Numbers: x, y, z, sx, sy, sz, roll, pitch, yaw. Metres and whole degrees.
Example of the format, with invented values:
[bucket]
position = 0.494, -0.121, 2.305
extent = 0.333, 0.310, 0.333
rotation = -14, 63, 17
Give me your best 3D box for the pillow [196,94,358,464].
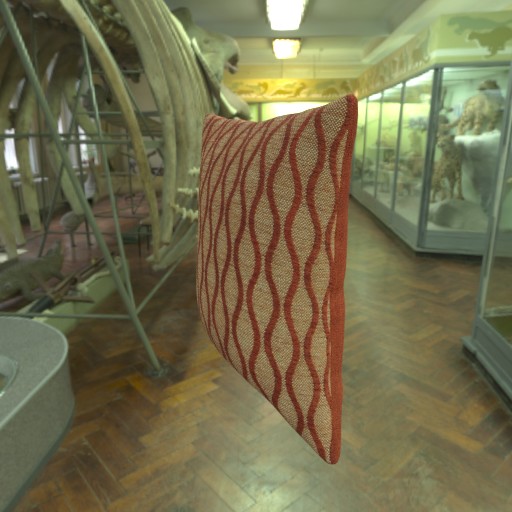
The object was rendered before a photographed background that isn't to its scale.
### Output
[pillow]
position = 0.000, 0.000, 0.672
extent = 0.159, 0.434, 0.429
rotation = -8, 17, -25
